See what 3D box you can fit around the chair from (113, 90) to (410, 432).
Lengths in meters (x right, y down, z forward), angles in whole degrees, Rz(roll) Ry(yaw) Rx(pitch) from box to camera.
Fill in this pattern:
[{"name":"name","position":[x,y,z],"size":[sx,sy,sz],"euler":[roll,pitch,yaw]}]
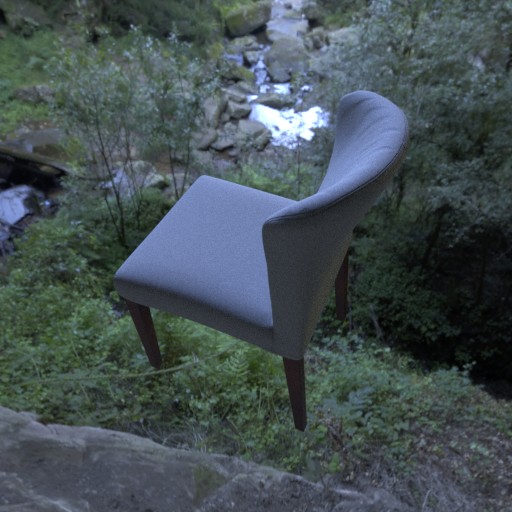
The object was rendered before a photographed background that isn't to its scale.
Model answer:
[{"name":"chair","position":[0.000,0.000,1.171],"size":[0.592,0.839,0.491],"euler":[18,49,16]}]
